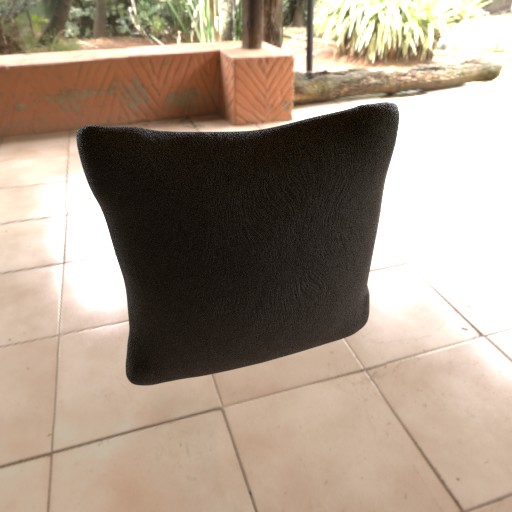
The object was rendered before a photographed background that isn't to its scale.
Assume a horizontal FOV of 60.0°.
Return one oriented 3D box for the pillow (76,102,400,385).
[{"bbox_3d":[0.000,0.000,0.812,0.533,0.523,0.210,-11,35,-16],"label":"pillow"}]
